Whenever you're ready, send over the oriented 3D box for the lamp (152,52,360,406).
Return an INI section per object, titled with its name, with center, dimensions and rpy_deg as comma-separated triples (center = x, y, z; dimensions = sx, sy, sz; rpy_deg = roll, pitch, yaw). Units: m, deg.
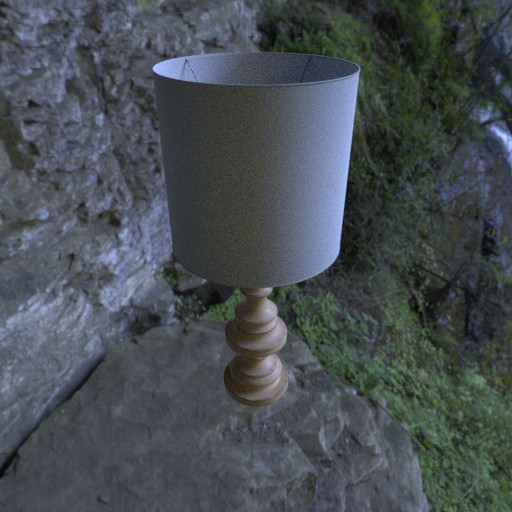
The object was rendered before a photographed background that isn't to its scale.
[lamp]
center = 0.000, 0.000, 0.571
dimensions = 0.208, 0.455, 0.208
rpy_deg = 10, 33, 16
